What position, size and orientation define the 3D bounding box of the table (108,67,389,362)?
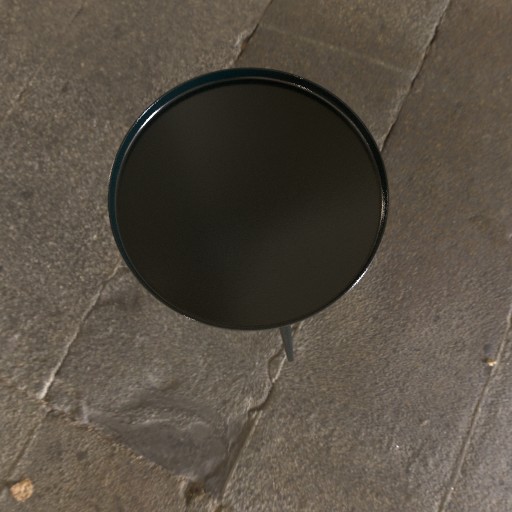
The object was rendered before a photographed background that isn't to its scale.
[{"bbox_3d":[0.000,0.000,0.840,0.403,0.548,0.415,-18,76,-5],"label":"table"}]
